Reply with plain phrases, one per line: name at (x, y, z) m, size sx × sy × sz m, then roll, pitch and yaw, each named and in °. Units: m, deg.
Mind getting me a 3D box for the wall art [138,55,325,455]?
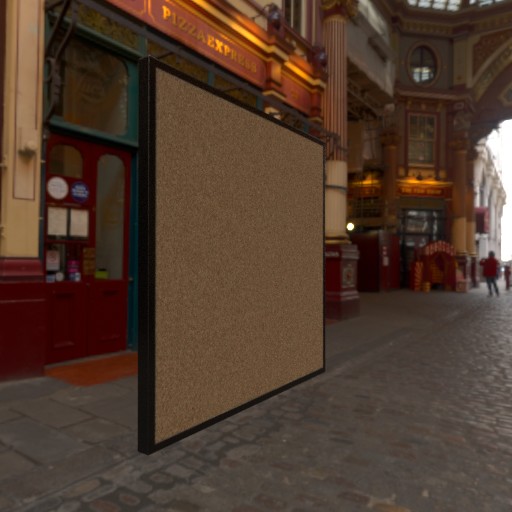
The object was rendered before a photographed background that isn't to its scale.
wall art at (0.000, 0.000, 0.534) m, size 0.014 × 0.349 × 0.349 m, roll 0°, pitch -1°, yaw 35°
